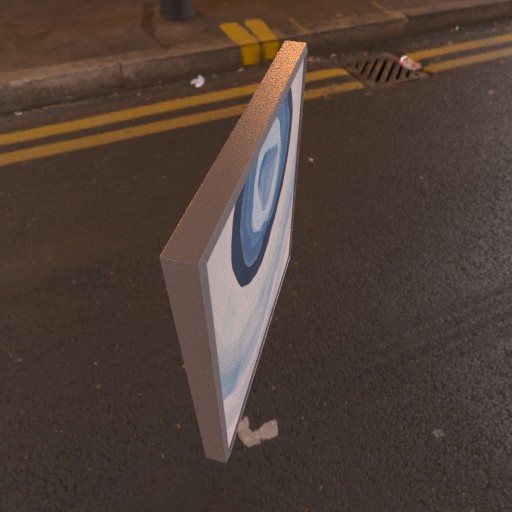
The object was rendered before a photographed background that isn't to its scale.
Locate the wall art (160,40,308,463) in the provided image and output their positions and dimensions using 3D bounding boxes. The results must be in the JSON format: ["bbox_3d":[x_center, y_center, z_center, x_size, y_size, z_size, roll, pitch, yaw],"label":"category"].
[{"bbox_3d":[0.000,0.000,0.512,0.028,0.349,0.349,11,48,10],"label":"wall art"}]
